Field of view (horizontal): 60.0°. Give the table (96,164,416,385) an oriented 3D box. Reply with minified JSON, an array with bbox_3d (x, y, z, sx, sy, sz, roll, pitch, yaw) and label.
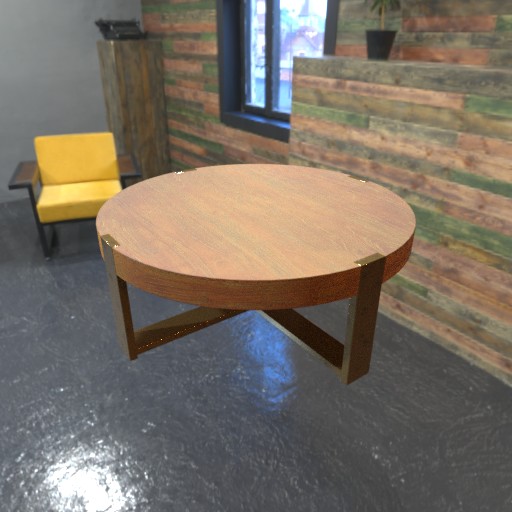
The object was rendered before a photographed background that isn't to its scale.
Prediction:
[{"bbox_3d":[0.000,0.000,1.700,1.100,0.420,1.100,0,27,0],"label":"table"}]
